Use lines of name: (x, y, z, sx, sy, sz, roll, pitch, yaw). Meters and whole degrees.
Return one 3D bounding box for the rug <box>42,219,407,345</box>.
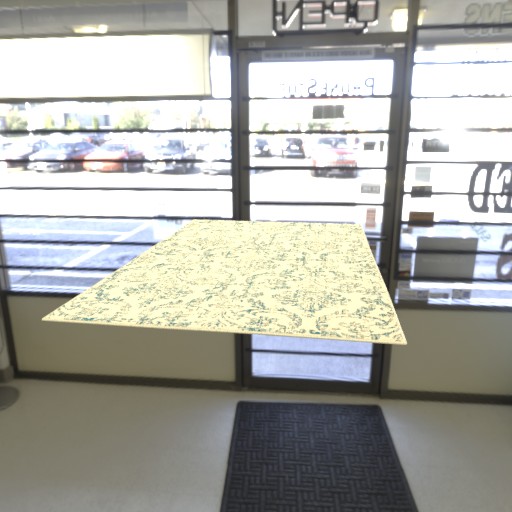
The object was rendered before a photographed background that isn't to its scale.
rug: (0.000, 0.000, 3.458, 1.819, 0.018, 2.746, 2, 16, 8)
